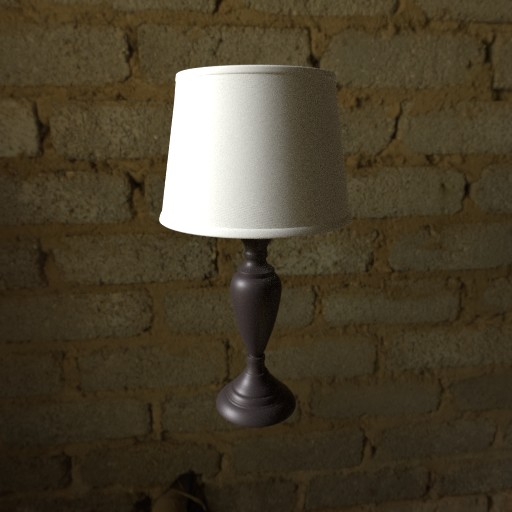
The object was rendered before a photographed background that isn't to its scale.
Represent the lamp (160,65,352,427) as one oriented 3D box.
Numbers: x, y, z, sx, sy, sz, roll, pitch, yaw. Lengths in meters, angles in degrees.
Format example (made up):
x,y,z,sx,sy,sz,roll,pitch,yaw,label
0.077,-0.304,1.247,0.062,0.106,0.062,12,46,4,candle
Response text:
x,y,z,sx,sy,sz,roll,pitch,yaw,label
0.000,0.000,0.807,0.335,0.611,0.335,0,16,0,lamp
